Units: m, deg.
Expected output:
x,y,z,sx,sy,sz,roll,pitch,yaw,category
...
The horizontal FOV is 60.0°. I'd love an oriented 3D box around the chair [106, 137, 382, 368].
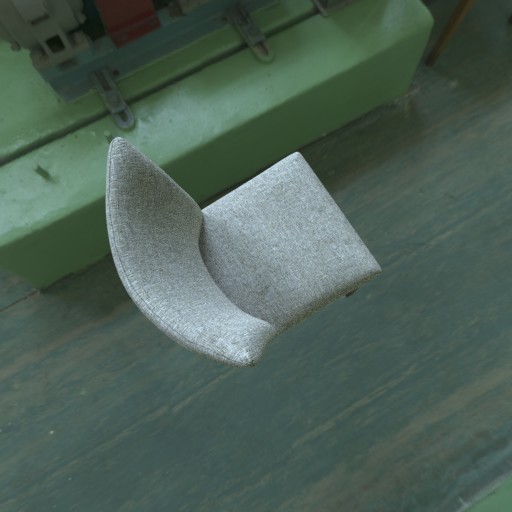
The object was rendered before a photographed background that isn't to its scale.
x,y,z,sx,sy,sz,roll,pitch,yaw,category
0.000,0.000,1.311,0.623,0.924,0.535,-31,78,-7,chair
